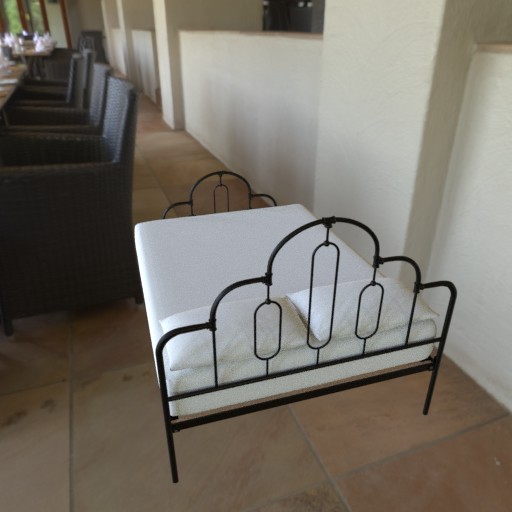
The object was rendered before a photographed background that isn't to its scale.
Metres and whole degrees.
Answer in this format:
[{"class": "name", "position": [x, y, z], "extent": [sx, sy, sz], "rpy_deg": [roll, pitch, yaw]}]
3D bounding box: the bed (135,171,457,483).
[{"class": "bed", "position": [0.000, 0.000, 3.191], "extent": [1.626, 1.444, 2.181], "rpy_deg": [-8, 28, -15]}]
